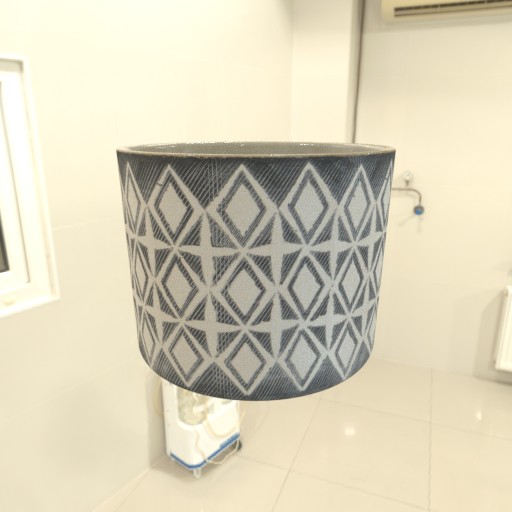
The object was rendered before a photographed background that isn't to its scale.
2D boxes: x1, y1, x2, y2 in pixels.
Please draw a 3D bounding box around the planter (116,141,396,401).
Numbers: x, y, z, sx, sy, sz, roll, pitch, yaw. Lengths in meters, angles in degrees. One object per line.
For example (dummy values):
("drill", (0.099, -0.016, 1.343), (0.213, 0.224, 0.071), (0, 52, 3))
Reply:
("planter", (0.000, 0.000, 0.341), (0.192, 0.165, 0.192), (0, 17, 0))
